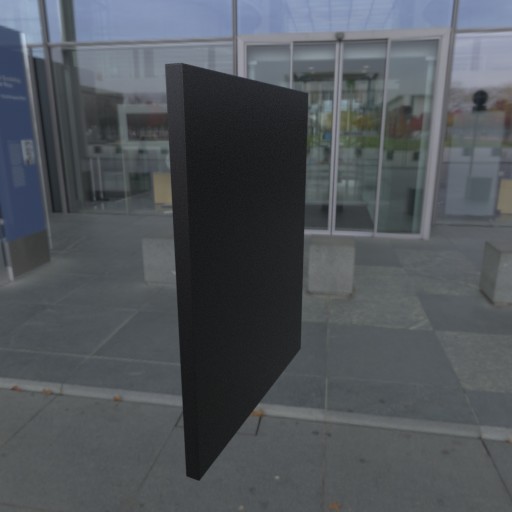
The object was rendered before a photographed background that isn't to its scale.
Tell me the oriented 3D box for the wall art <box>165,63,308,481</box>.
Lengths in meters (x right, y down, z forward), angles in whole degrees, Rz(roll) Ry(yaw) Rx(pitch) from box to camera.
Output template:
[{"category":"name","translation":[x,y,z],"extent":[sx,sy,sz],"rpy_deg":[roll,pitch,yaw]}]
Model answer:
[{"category":"wall art","translation":[0.000,0.000,1.628],"extent":[0.053,1.194,0.950],"rpy_deg":[7,17,24]}]
